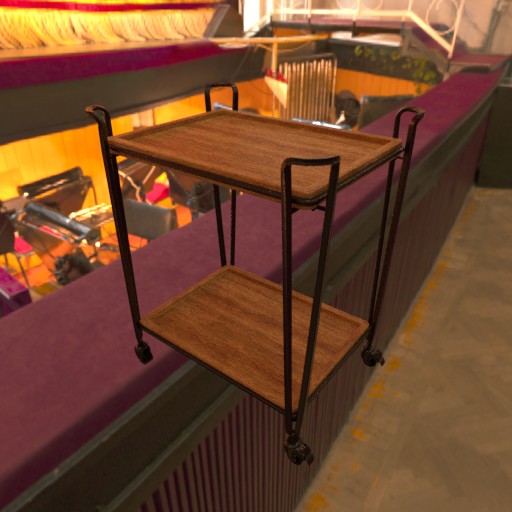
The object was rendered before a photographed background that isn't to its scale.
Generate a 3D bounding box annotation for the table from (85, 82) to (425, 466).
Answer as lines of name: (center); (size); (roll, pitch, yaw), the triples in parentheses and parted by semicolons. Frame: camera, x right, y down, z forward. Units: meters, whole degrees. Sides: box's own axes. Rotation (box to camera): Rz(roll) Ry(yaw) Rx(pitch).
table: (0.000, 0.000, 1.220); (0.672, 0.785, 0.505); (21, 36, 32)
